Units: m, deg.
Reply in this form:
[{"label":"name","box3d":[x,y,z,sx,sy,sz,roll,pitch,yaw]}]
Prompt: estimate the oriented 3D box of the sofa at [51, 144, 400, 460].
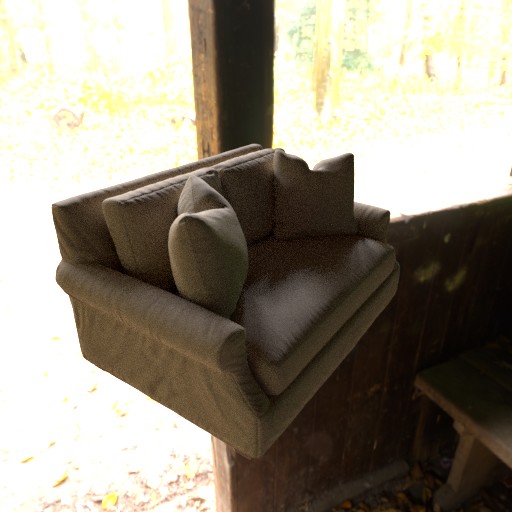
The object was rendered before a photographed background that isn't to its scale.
[{"label":"sofa","box3d":[0.000,0.000,2.194,1.070,0.905,1.550,17,31,31]}]
